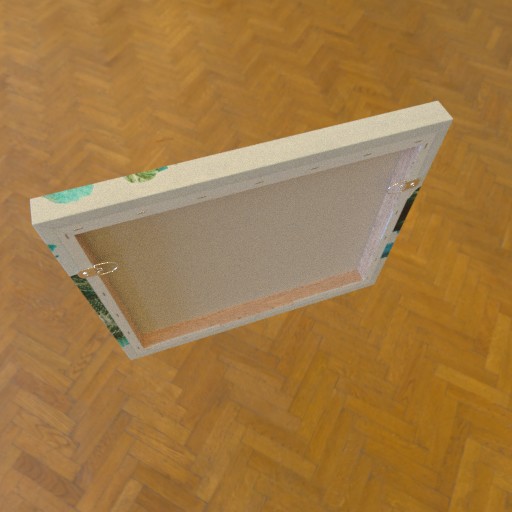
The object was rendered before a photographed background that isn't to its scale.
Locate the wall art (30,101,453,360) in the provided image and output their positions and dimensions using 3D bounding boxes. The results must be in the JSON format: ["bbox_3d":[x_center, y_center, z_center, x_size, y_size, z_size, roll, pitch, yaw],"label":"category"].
[{"bbox_3d":[0.000,0.000,0.701,0.507,0.435,0.041,-16,60,-10],"label":"wall art"}]
